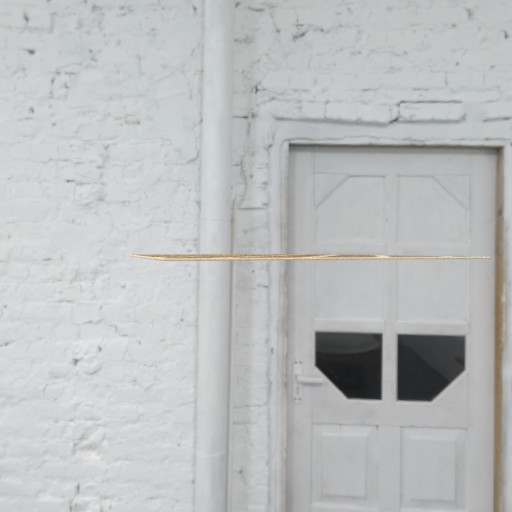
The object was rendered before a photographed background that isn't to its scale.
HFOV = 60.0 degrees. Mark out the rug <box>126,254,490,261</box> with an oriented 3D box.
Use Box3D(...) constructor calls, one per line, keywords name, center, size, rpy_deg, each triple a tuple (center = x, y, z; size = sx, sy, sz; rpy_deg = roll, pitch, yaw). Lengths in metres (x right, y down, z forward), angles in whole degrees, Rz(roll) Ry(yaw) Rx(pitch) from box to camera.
Box3D(name="rug", center=(0.000, 0.000, 2.893), size=(1.522, 0.008, 2.284), rpy_deg=(0, 1, -20))
